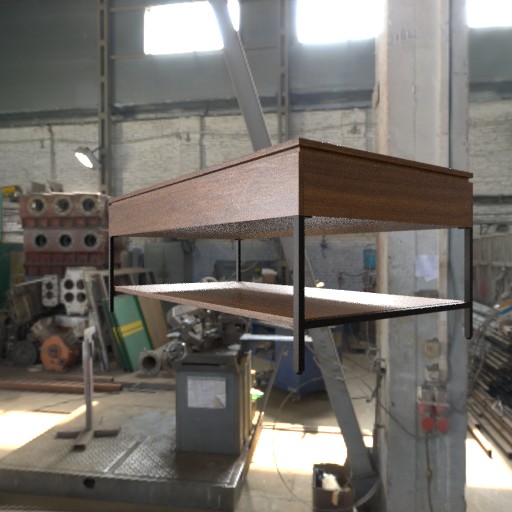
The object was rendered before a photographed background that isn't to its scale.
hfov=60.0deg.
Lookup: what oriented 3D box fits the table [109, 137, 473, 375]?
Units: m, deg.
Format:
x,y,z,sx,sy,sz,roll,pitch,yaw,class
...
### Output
x,y,z,sx,sy,sz,roll,pitch,yaw,class
0.000,0.000,1.366,0.574,0.414,1.057,0,0,-36,table
